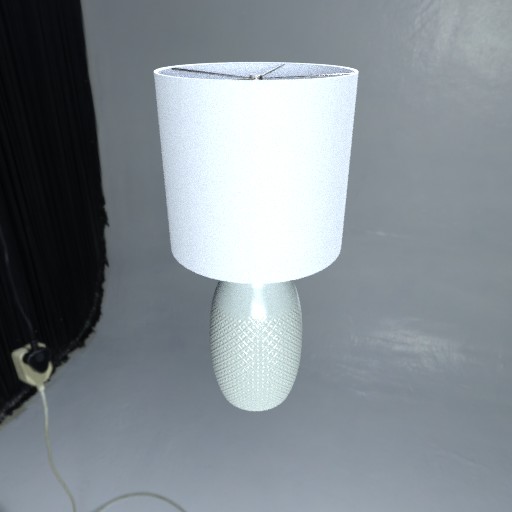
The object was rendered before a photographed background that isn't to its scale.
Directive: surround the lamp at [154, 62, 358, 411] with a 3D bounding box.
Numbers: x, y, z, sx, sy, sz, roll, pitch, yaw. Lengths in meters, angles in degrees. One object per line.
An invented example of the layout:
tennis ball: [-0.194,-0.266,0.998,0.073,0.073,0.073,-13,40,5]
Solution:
lamp: [0.000,0.000,0.582,0.217,0.453,0.217,9,29,17]
